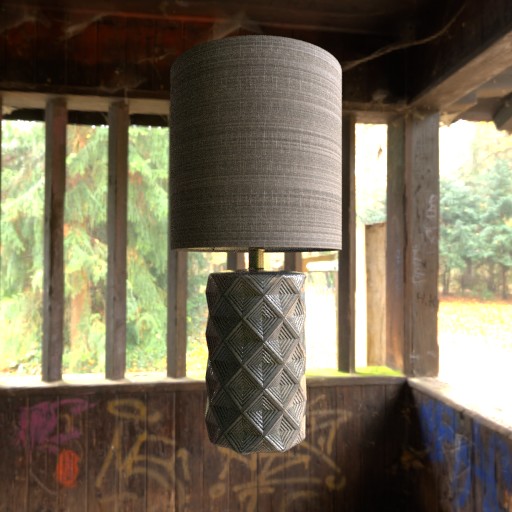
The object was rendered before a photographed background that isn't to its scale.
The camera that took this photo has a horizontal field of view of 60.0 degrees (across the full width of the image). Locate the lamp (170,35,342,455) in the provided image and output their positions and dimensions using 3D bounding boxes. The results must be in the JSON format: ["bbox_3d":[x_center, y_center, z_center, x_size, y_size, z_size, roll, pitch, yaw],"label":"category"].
[{"bbox_3d":[0.000,0.000,0.702,0.269,0.566,0.268,1,-2,-36],"label":"lamp"}]
